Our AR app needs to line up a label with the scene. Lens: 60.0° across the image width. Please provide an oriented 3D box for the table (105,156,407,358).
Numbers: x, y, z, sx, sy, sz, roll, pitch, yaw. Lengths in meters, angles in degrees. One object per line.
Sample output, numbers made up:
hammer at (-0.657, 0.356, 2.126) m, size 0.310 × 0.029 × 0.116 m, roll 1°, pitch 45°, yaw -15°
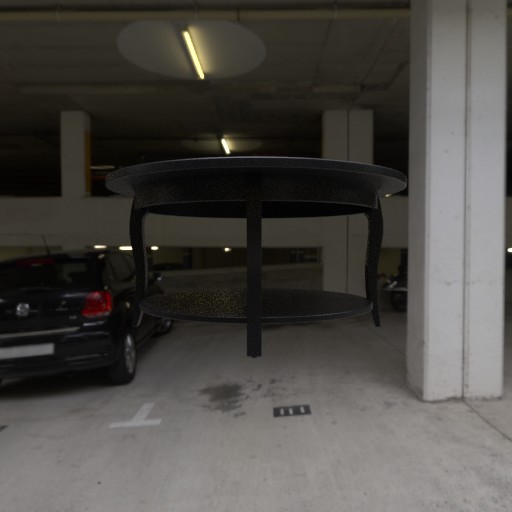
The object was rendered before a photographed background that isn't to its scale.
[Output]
table at (0.000, 0.000, 1.426) m, size 0.914 × 0.457 × 0.914 m, roll 0°, pitch 1°, yaw 0°
